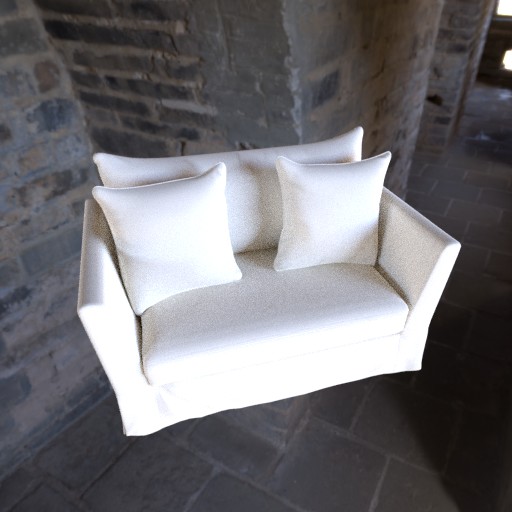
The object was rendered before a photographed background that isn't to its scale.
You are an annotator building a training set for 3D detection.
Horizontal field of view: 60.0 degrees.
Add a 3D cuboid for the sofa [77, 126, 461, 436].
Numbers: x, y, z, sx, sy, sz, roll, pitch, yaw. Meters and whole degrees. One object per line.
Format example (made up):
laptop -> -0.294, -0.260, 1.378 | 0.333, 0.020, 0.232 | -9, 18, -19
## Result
sofa -> 0.000, 0.000, 2.260 | 1.608, 1.039, 1.026 | -9, 33, -14
